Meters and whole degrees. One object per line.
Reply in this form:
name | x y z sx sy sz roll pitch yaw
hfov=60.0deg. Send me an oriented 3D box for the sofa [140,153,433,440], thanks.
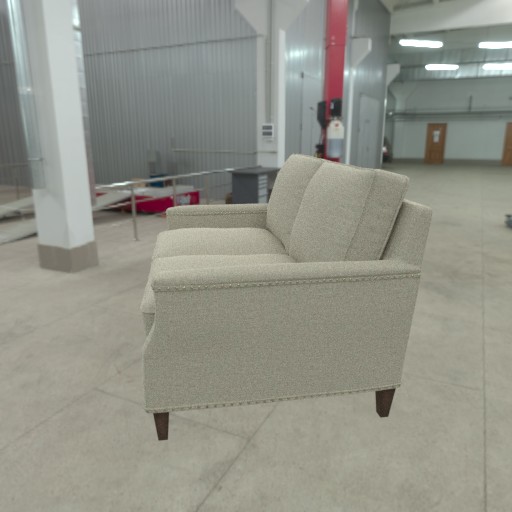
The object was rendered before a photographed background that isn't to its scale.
sofa | 0.000 0.000 2.323 1.084 1.003 1.597 -2 15 -9
